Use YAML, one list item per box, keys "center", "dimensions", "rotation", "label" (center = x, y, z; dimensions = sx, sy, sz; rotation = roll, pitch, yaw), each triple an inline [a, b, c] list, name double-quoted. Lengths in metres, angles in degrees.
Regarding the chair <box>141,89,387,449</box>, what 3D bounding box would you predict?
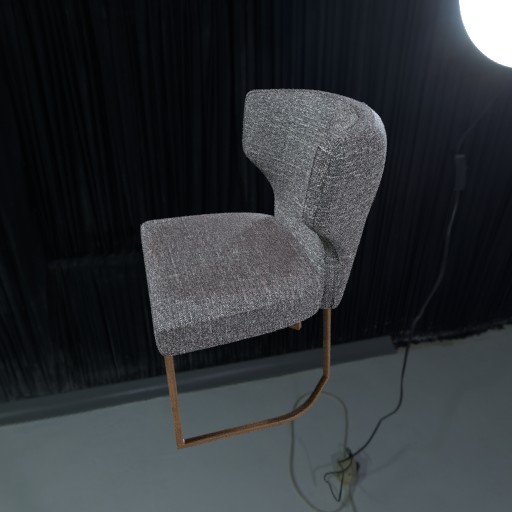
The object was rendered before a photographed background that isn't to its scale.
- center: [0.000, 0.000, 1.266]
  dimensions: [0.617, 0.824, 0.611]
  rotation: [-8, 31, -14]
  label: "chair"
